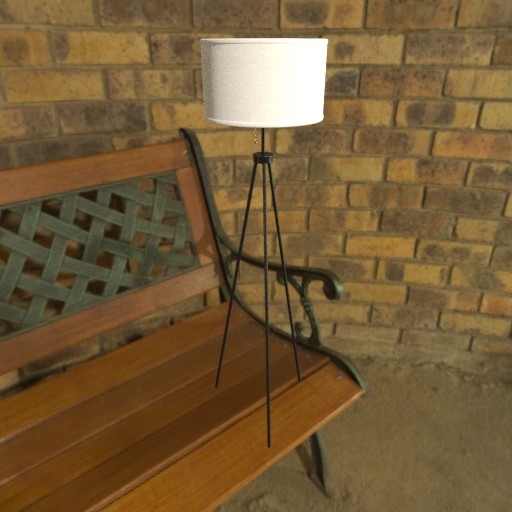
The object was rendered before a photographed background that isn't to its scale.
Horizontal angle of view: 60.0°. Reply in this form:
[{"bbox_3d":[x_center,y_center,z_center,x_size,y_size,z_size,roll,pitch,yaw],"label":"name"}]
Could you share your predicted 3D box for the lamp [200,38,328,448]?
[{"bbox_3d":[0.000,0.000,1.758,0.458,1.545,0.448,8,27,16],"label":"lamp"}]
